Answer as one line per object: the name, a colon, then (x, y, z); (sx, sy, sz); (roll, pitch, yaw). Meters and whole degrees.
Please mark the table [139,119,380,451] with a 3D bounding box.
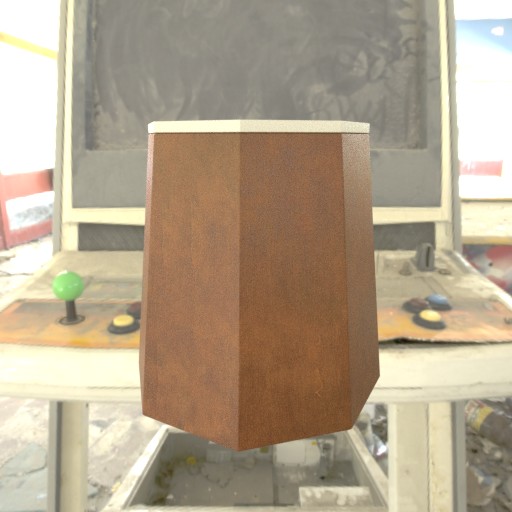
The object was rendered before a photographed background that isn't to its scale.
table: (0.000, 0.000, 0.799); (0.439, 0.457, 0.439); (8, 17, 26)
